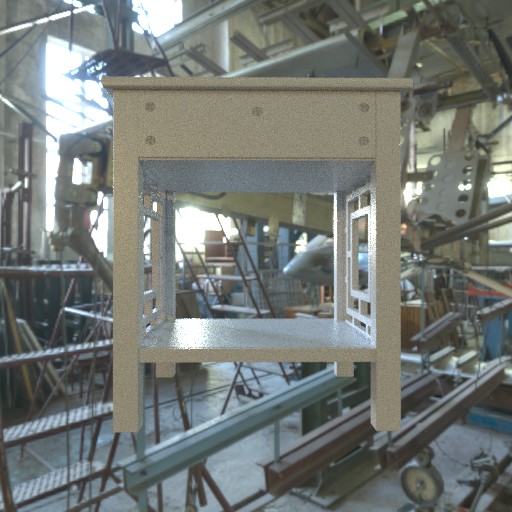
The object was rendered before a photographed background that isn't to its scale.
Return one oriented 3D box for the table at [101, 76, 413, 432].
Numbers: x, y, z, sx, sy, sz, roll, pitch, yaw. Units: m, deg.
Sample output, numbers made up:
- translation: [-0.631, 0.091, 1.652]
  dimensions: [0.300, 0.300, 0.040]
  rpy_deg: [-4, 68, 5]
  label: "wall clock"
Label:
- translation: [0.000, 0.000, 1.024]
  dimensions: [0.564, 0.646, 0.451]
  rpy_deg: [0, 0, -1]
  label: "table"
